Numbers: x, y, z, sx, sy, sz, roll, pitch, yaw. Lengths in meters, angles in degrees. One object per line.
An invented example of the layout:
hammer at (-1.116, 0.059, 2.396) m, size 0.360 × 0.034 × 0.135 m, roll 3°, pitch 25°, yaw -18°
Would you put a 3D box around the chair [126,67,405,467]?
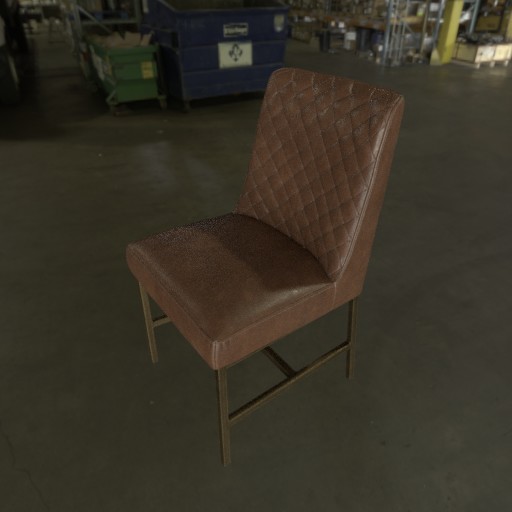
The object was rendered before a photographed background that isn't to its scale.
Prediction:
chair at (0.000, 0.000, 1.243) m, size 0.587 × 0.889 × 0.508 m, roll -21°, pitch 38°, yaw -29°
